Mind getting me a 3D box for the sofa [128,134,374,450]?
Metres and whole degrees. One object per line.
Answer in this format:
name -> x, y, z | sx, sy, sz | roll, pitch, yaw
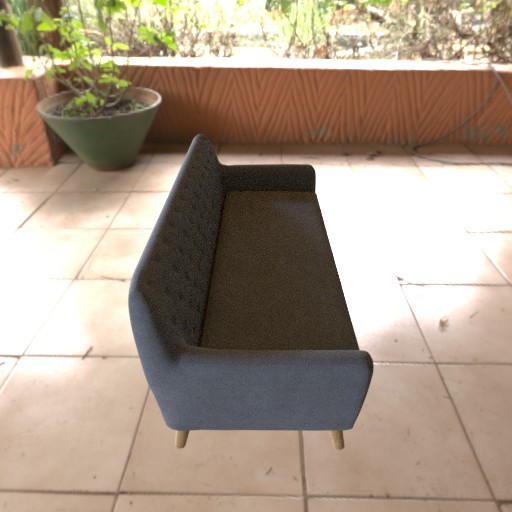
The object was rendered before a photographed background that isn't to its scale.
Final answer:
sofa -> 0.000, 0.000, 2.378 | 0.830, 0.830, 1.970 | 0, 31, 0
